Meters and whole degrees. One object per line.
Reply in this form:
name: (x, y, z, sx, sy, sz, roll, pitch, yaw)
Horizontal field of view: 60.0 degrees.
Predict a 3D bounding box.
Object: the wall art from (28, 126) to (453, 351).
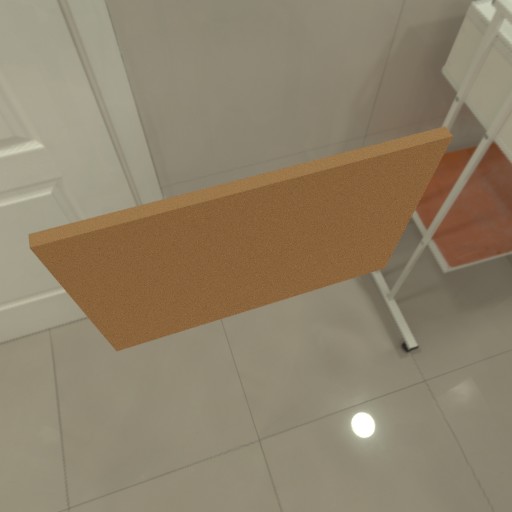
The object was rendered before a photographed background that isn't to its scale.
wall art: (0.000, 0.000, 1.183, 0.915, 0.608, 0.033, -16, 61, -9)
